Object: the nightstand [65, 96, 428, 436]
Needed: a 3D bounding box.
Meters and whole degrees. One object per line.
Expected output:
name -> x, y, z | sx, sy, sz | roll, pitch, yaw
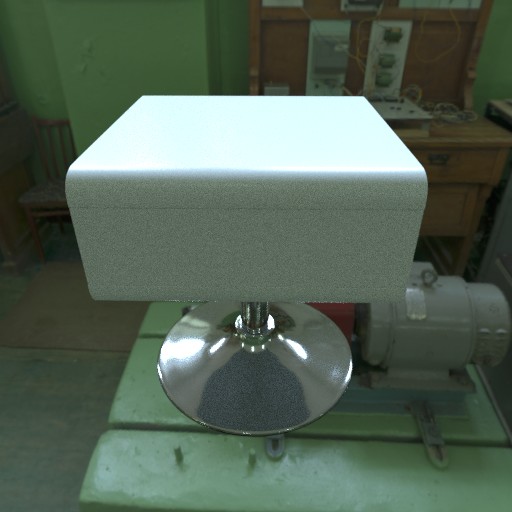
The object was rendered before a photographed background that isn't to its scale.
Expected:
nightstand -> 0.000, 0.000, 0.749 | 0.404, 0.447, 0.399 | 0, 32, 1
